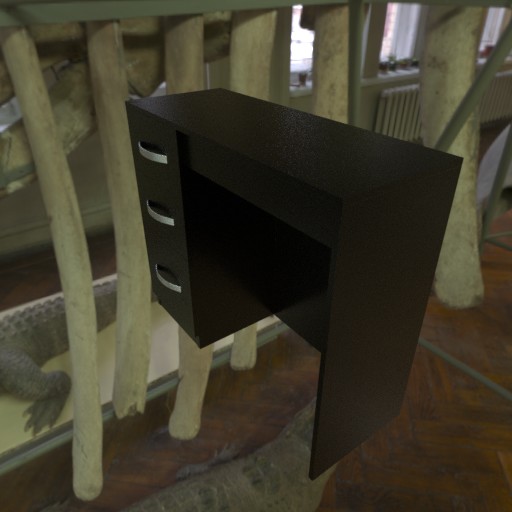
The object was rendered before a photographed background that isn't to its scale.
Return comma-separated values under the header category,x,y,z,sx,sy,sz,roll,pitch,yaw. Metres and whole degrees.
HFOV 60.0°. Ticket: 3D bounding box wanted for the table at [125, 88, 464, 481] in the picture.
category,x,y,z,sx,sy,sz,roll,pitch,yaw
table,0.000,0.000,1.342,0.380,0.790,0.930,-21,37,-31
